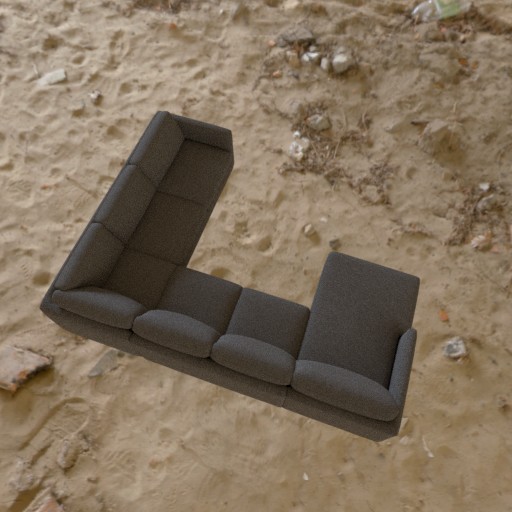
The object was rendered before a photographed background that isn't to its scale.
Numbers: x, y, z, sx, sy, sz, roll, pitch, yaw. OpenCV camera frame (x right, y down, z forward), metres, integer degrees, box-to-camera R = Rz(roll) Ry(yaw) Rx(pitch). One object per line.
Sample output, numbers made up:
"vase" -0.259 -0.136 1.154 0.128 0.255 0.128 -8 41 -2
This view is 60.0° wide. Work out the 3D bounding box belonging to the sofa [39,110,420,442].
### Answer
"sofa" 0.000 0.000 4.438 3.238 0.853 2.551 17 64 9
